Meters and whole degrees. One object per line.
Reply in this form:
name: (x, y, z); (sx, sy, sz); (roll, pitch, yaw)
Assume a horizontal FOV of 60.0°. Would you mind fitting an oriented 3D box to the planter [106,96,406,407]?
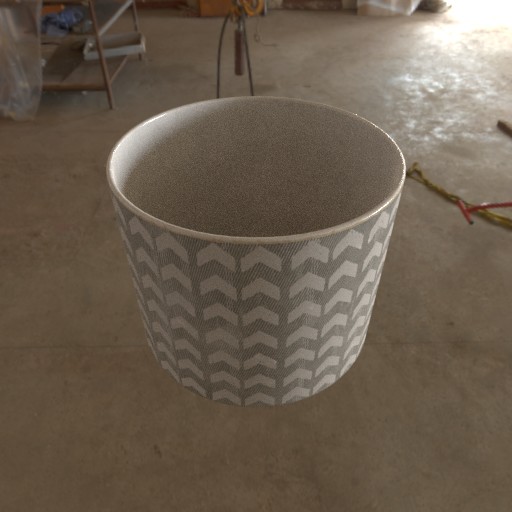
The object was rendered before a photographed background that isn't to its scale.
planter: (0.000, 0.000, 0.348); (0.190, 0.181, 0.190); (0, 40, 0)
